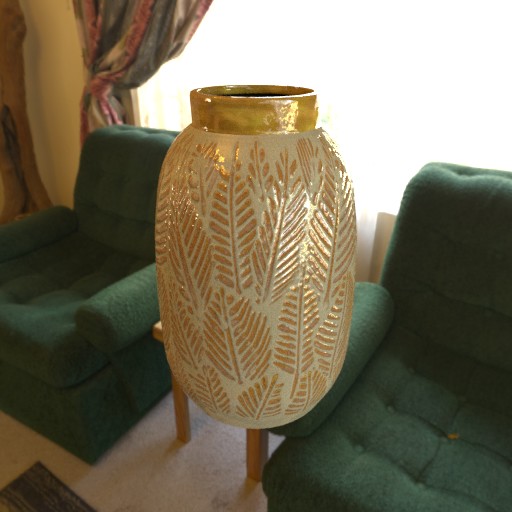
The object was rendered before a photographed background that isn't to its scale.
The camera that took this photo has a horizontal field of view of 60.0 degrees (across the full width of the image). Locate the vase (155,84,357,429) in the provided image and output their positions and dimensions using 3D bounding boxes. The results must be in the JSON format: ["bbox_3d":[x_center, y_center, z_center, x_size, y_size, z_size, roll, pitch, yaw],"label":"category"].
[{"bbox_3d":[0.000,0.000,0.383,0.172,0.270,0.172,0,26,0],"label":"vase"}]
